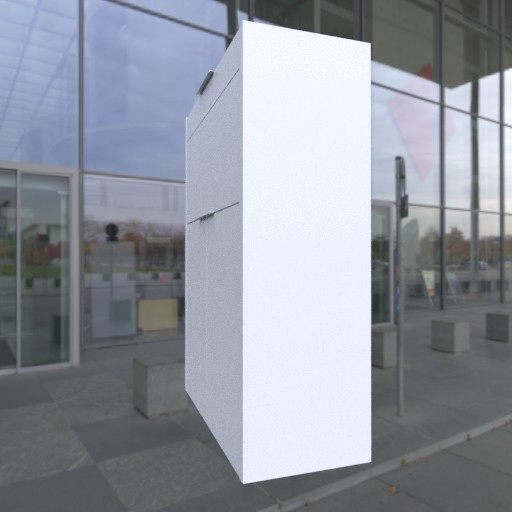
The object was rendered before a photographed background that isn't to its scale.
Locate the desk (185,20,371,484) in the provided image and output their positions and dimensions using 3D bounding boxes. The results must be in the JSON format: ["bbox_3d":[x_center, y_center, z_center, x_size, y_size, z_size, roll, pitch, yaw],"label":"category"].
[{"bbox_3d":[0.000,0.000,1.580,0.390,1.190,0.850,0,0,-19],"label":"desk"}]
